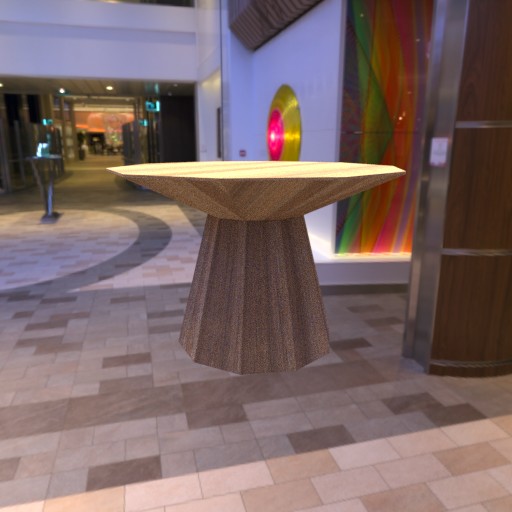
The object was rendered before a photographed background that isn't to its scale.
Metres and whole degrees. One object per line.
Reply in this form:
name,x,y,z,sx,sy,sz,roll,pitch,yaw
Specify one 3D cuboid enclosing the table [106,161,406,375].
table,0.000,0.000,1.910,1.186,0.752,1.186,0,14,0
